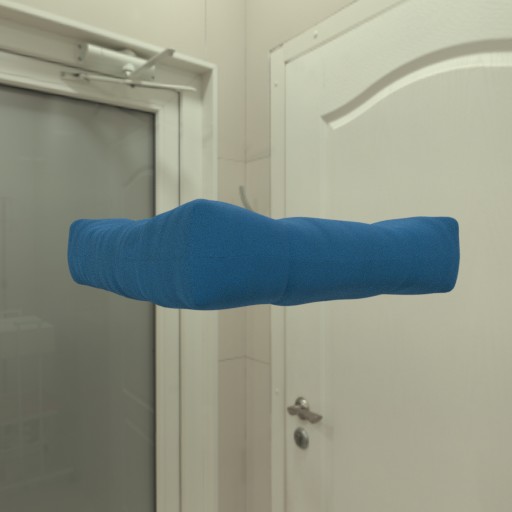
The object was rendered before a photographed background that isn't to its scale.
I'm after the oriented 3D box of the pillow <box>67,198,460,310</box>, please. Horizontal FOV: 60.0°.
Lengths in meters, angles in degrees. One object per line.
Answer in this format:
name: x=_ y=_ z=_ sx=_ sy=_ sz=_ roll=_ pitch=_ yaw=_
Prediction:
pillow: x=0.000 y=0.000 z=0.731 sx=0.490 sy=0.128 sz=0.468 roll=0 pitch=1 yaw=-37
